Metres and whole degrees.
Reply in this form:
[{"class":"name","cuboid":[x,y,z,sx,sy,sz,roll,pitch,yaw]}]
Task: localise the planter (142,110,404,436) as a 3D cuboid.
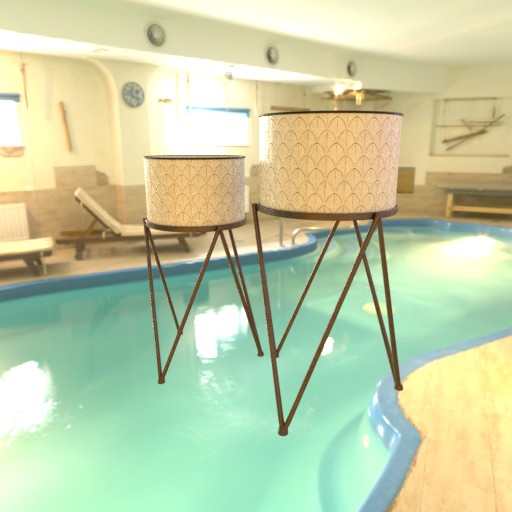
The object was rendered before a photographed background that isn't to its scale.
[{"class":"planter","cuboid":[0.000,0.000,1.189,0.769,0.712,0.413,8,16,29]}]
